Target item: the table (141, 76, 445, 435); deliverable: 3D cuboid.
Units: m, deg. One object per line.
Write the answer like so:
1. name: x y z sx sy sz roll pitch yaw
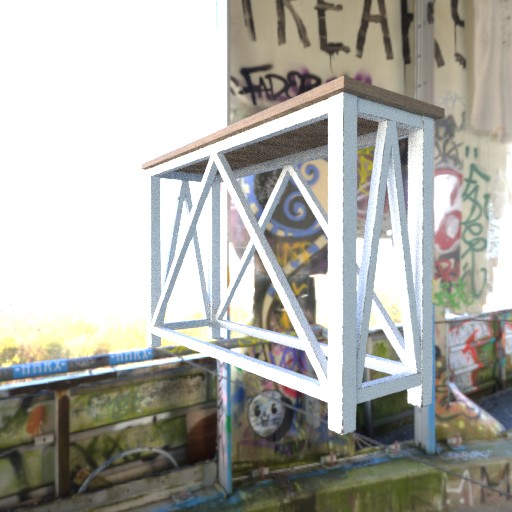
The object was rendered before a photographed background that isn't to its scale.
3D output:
1. table: 0.000 0.000 1.827 0.450 0.930 1.400 0 1 -35
